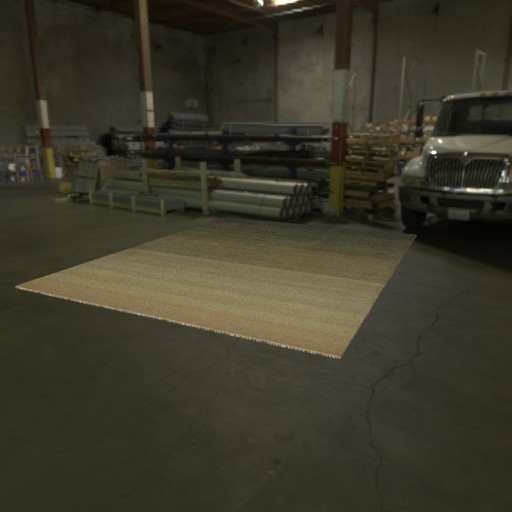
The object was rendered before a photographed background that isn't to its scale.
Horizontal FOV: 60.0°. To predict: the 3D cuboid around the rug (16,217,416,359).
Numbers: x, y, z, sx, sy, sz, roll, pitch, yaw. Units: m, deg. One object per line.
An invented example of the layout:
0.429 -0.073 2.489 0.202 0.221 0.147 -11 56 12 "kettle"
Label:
0.000 0.000 3.860 2.315 0.015 2.932 7 17 25 "rug"
